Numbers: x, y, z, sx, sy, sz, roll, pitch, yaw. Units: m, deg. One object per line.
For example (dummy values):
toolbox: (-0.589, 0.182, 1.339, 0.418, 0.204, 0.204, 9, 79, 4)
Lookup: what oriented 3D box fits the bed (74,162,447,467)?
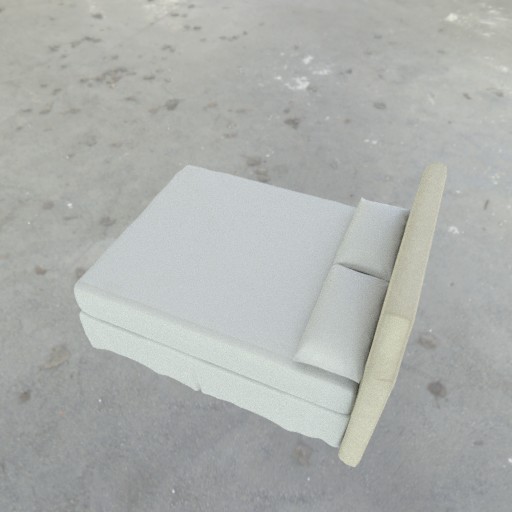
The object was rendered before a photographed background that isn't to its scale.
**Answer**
bed: (0.000, 0.000, 3.212, 2.164, 1.297, 1.828, 17, 48, 16)
